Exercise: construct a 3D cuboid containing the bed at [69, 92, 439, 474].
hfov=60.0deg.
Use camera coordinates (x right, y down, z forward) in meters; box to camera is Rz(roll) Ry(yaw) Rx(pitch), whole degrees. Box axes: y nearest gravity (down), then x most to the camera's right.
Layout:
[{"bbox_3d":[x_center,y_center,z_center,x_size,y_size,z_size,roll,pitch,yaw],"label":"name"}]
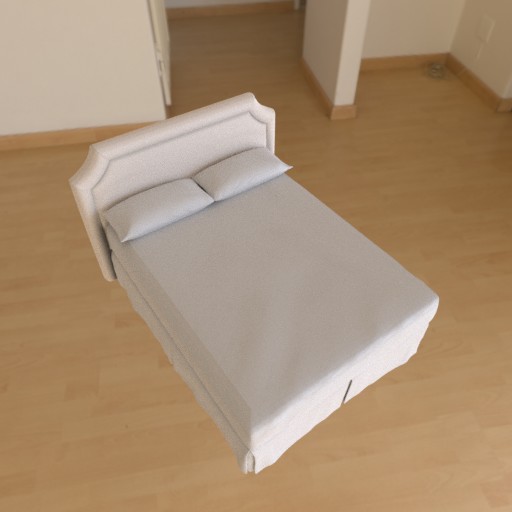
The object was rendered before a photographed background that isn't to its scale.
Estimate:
[{"bbox_3d":[0.000,0.000,3.267,1.828,1.297,2.164,-27,52,-23],"label":"bed"}]
